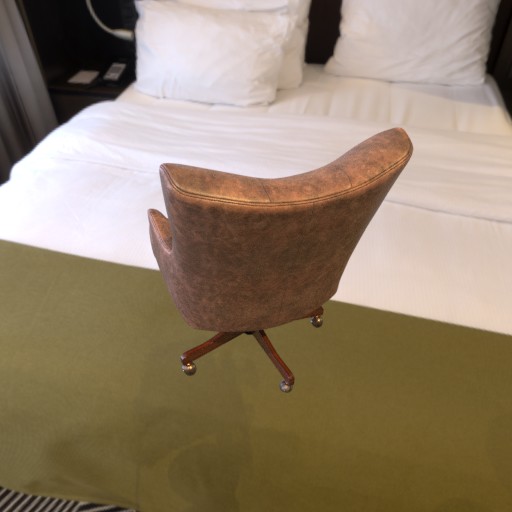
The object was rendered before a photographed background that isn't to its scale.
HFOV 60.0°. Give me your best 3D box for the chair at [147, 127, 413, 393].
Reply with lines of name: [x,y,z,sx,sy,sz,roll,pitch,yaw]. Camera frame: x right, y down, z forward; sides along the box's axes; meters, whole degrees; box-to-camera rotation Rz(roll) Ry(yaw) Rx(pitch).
chair: [0.000,0.000,1.469,0.641,1.035,0.762,-12,43,-13]
